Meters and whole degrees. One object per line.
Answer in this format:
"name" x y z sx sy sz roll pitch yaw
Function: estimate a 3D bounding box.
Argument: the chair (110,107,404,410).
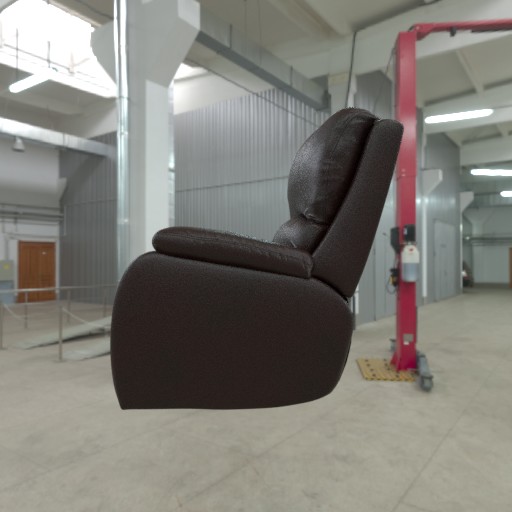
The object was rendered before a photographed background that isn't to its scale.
"chair" 0.000 0.000 1.755 0.899 1.011 0.930 0 -1 0
